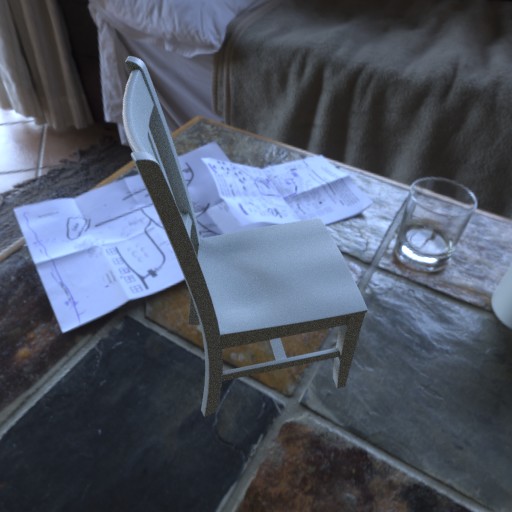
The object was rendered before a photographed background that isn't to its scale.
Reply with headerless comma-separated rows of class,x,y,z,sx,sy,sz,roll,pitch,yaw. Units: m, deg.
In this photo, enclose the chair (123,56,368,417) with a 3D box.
chair,0.000,0.000,1.272,0.555,0.998,0.450,-9,46,-9
